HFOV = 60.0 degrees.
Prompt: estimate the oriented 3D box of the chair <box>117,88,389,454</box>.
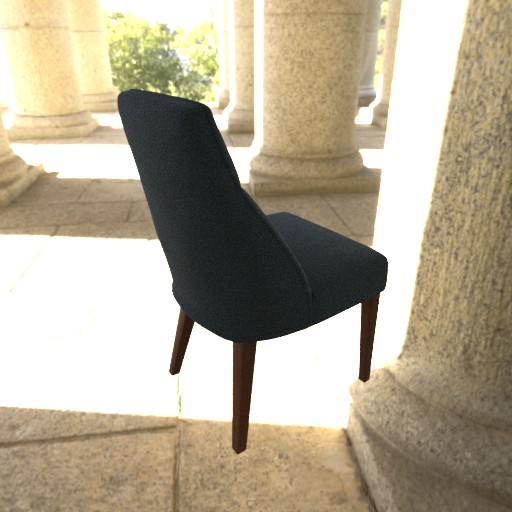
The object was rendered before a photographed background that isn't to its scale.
[{"bbox_3d":[0.000,0.000,1.291,0.620,0.930,0.500,-18,31,-32],"label":"chair"}]
